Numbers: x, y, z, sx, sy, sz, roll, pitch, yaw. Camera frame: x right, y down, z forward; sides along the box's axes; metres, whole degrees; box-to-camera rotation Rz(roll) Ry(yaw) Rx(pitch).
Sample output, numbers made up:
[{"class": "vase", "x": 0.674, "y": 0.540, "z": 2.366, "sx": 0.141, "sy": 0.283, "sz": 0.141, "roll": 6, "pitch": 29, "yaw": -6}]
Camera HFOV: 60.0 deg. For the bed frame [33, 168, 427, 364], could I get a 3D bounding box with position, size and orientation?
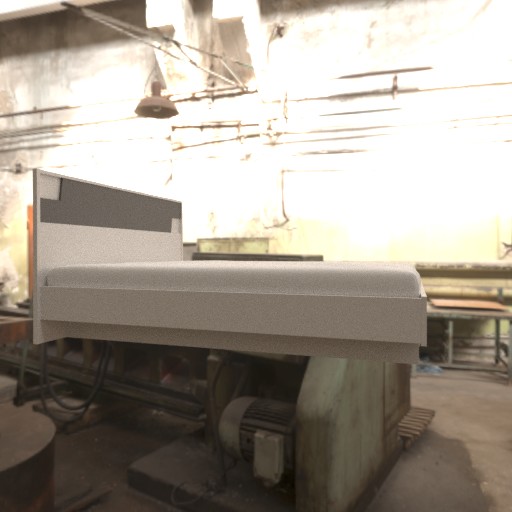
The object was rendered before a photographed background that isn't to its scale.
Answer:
[{"class": "bed frame", "x": 0.000, "y": 0.000, "z": 2.992, "sx": 2.100, "sy": 1.001, "sz": 1.711, "roll": 0, "pitch": 0, "yaw": 19}]
